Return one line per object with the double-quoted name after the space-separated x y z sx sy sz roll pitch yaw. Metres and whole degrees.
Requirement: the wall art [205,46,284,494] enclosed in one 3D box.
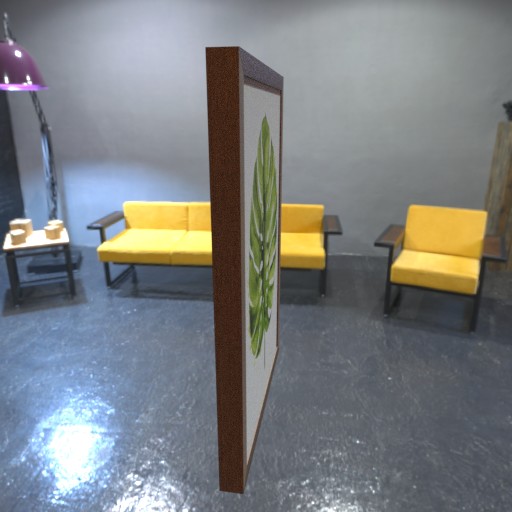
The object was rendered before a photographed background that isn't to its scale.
0.000 0.000 0.645 0.032 0.510 0.358 3 18 9 "wall art"
